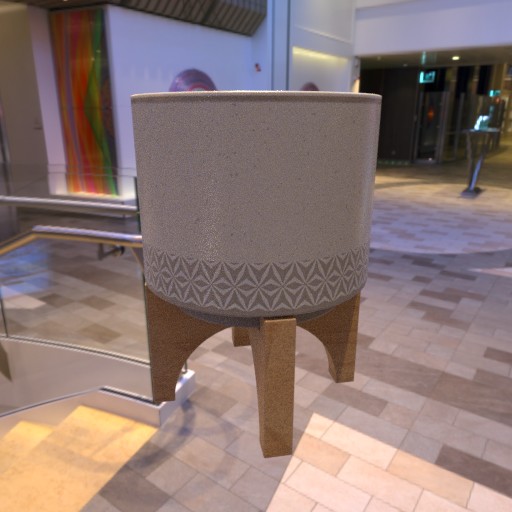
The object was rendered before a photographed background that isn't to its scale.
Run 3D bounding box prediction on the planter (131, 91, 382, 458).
[{"bbox_3d":[0.000,0.000,0.263,0.130,0.178,0.130,0,18,0],"label":"planter"}]
